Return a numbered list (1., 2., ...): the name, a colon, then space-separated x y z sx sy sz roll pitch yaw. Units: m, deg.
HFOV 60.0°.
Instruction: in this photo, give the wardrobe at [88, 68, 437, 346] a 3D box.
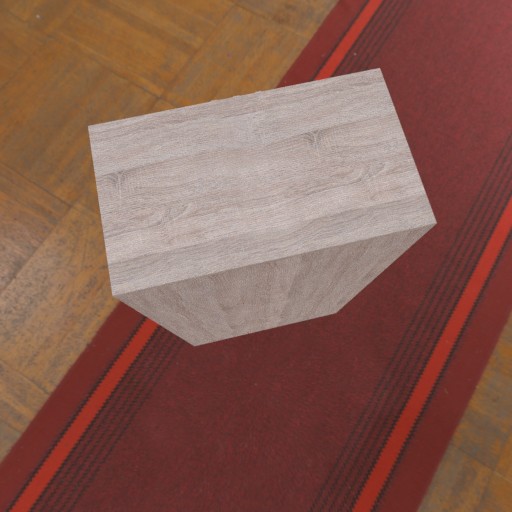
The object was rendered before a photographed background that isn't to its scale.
1. wardrobe: 0.000 0.000 2.348 1.000 1.960 0.600 -13 74 -4
